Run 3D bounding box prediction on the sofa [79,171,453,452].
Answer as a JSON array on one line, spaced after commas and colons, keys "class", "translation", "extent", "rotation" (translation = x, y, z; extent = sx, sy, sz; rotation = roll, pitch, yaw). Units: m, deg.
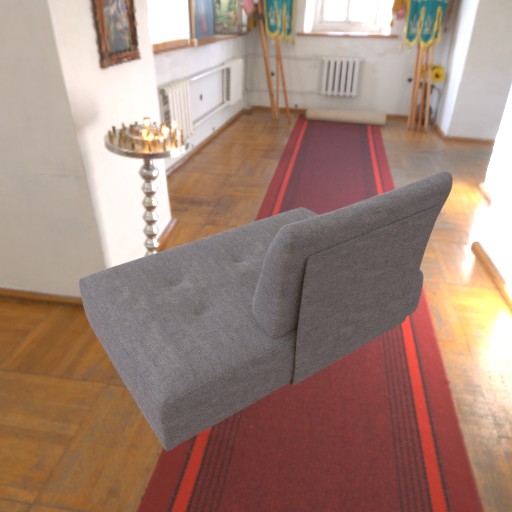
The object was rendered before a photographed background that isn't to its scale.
[{"class": "sofa", "translation": [0.000, 0.000, 2.077], "extent": [1.450, 0.820, 1.002], "rotation": [-20, 36, -30]}]
